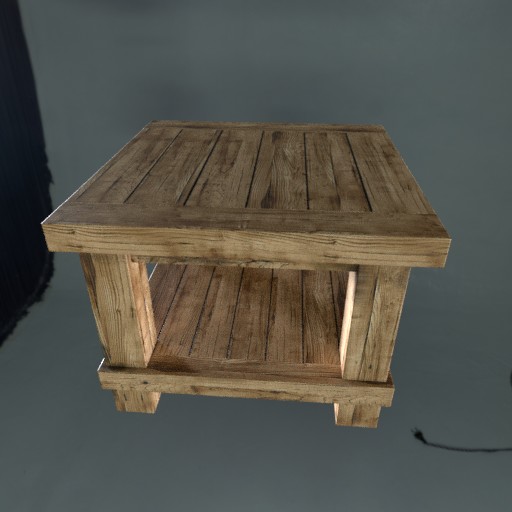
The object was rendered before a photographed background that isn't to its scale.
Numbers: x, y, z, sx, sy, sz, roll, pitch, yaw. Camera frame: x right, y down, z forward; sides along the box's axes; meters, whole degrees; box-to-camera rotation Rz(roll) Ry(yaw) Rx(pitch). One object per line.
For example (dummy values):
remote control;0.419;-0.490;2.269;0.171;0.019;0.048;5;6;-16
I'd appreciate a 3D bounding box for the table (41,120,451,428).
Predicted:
table;0.000;0.000;1.033;0.610;0.457;0.610;2;31;4
